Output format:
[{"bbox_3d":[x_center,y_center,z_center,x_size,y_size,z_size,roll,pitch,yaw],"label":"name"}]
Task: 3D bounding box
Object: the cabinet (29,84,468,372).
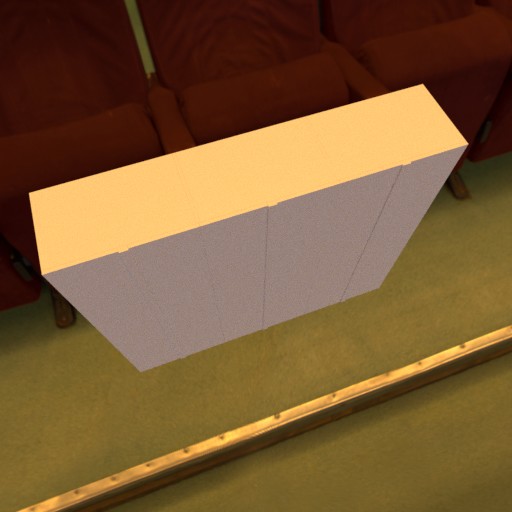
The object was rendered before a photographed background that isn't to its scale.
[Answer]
[{"bbox_3d":[0.000,0.000,3.810,2.700,2.370,0.590,-18,64,-9],"label":"cabinet"}]
